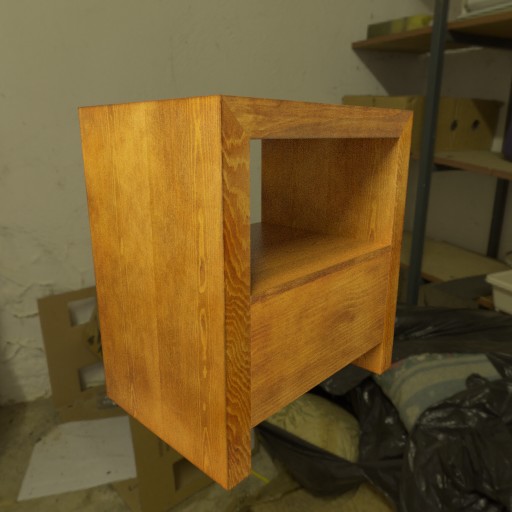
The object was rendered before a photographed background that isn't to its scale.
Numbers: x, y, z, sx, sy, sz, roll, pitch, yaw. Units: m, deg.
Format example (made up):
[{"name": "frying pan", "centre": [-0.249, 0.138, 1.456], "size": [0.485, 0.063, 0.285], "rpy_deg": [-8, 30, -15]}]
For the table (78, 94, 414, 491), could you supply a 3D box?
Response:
[{"name": "table", "centre": [0.000, 0.000, 0.961], "size": [0.400, 0.605, 0.550], "rpy_deg": [14, 21, 42]}]
